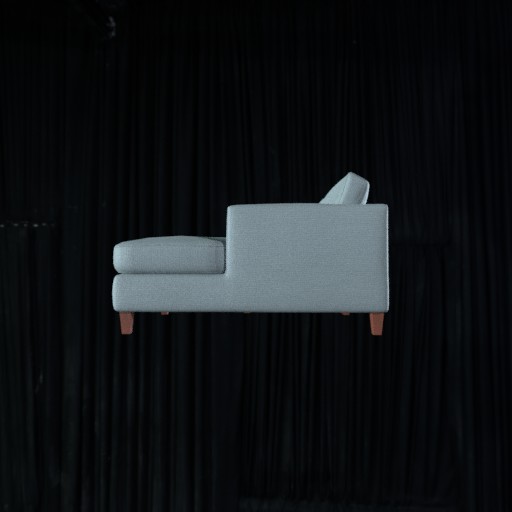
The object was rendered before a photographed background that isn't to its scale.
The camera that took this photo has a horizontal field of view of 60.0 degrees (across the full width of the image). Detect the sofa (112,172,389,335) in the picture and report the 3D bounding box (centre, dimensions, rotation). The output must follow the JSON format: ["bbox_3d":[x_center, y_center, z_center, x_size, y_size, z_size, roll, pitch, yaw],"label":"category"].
[{"bbox_3d":[0.000,0.000,4.212,1.604,0.950,3.471,0,-1,1],"label":"sofa"}]
